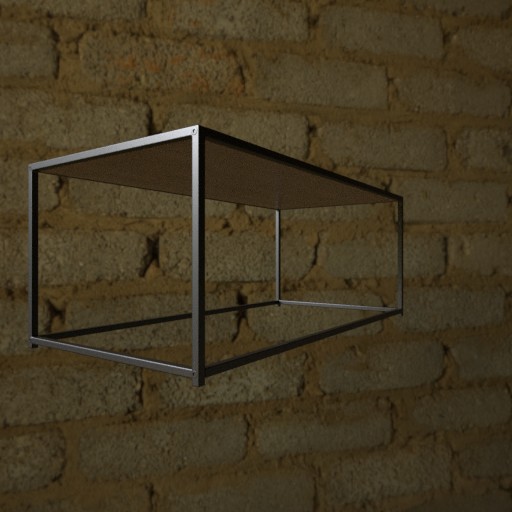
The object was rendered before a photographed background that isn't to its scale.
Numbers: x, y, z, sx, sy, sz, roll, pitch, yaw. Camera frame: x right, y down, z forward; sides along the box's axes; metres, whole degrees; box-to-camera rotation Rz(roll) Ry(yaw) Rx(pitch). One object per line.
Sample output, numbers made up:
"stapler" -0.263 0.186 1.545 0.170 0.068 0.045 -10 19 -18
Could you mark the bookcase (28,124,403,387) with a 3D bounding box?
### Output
"bookcase" 0.000 0.000 1.222 0.500 0.400 1.000 0 0 36
